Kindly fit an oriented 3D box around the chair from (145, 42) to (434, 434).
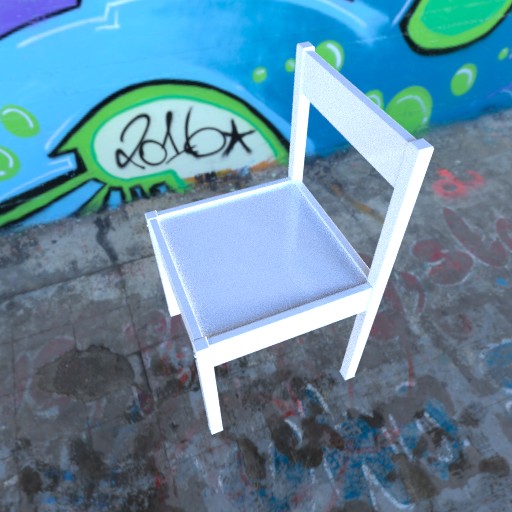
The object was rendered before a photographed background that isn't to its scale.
[{"bbox_3d":[0.000,0.000,0.696,0.285,0.505,0.285,-17,50,-15],"label":"chair"}]
